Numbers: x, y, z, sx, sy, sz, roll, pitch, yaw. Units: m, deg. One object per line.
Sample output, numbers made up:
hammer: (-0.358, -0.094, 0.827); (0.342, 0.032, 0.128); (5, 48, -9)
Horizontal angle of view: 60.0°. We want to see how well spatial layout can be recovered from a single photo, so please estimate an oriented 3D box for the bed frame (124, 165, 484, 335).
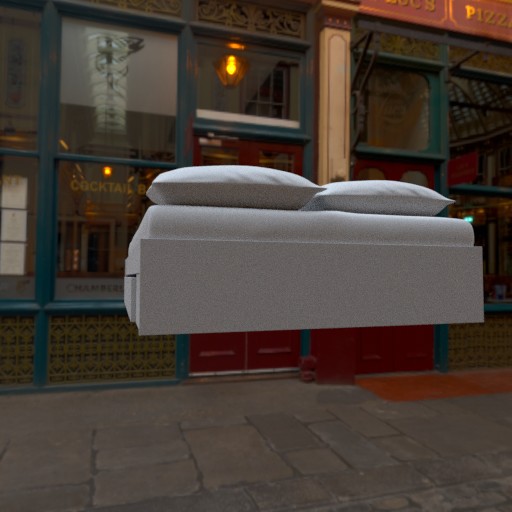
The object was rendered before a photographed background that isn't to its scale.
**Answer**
bed frame: (0.000, 0.000, 2.613); (1.450, 0.629, 1.950); (1, -3, -17)
